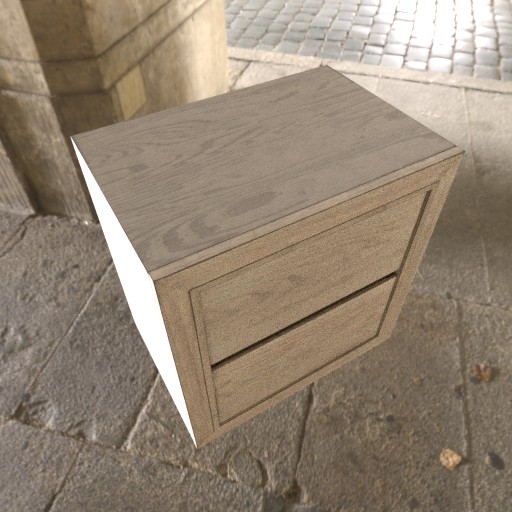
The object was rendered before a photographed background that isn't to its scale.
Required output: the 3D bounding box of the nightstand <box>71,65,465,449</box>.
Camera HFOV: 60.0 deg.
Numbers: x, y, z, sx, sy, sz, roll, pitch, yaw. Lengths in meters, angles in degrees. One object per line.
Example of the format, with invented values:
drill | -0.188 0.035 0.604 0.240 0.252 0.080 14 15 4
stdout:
nightstand | 0.000 0.000 1.093 0.612 0.673 0.483 -23 51 -20
